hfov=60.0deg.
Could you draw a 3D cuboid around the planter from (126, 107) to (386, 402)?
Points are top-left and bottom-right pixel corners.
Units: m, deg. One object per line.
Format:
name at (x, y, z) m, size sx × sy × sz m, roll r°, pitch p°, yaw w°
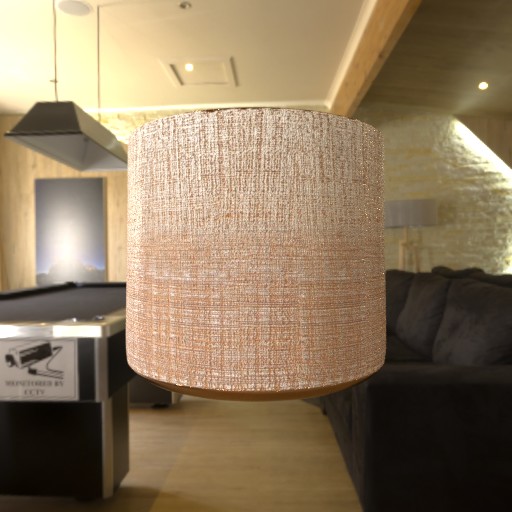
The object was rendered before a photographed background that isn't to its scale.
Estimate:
planter at (0.000, 0.000, 0.314) m, size 0.177 × 0.157 × 0.177 m, roll 0°, pitch 1°, yaw 0°
